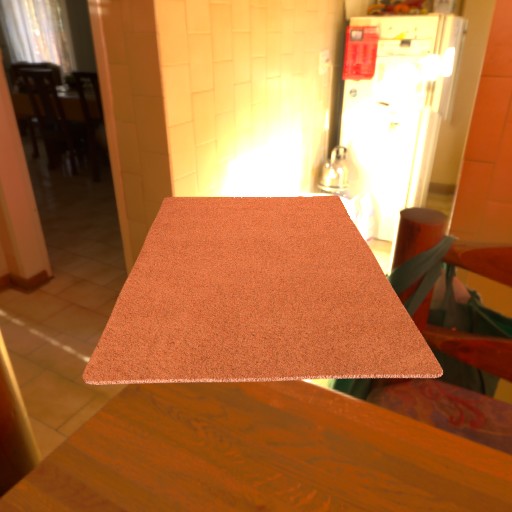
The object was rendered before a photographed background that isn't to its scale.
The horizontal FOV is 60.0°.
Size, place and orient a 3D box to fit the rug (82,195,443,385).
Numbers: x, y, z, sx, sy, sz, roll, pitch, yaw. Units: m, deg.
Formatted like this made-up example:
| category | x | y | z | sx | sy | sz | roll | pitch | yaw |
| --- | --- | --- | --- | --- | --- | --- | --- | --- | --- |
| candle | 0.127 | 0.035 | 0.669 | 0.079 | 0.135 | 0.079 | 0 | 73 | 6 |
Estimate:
| category | x | y | z | sx | sy | sz | roll | pitch | yaw |
| --- | --- | --- | --- | --- | --- | --- | --- | --- | --- |
| rug | 0.000 | 0.000 | 3.378 | 1.801 | 0.024 | 2.700 | -1 | 27 | -2 |
